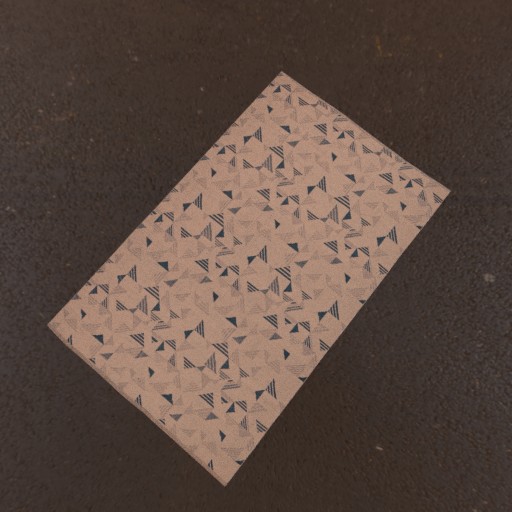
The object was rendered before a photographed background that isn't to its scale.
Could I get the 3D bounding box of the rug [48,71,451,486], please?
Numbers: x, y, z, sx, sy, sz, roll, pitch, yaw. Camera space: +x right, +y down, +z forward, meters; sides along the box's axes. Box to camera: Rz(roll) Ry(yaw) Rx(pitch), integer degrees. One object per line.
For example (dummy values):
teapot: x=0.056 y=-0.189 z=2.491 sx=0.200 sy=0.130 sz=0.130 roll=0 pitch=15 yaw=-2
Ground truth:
rug: x=0.000 y=0.000 z=2.987 sx=1.512 sy=0.009 sz=2.457 roll=39 pitch=79 yaw=9
